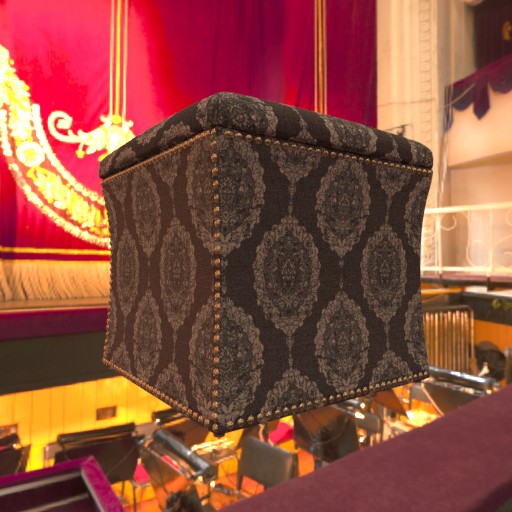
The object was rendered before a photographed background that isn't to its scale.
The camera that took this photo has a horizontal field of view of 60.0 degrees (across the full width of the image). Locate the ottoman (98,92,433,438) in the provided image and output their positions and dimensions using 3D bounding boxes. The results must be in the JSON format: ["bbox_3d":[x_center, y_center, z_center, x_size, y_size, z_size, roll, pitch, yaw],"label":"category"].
[{"bbox_3d":[0.000,0.000,0.886,0.497,0.475,0.507,0,0,-36],"label":"ottoman"}]
